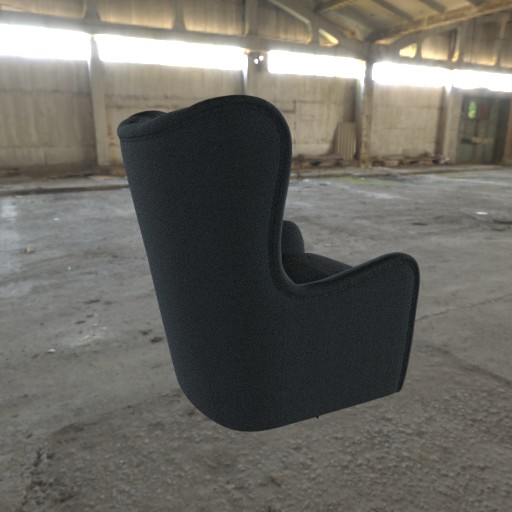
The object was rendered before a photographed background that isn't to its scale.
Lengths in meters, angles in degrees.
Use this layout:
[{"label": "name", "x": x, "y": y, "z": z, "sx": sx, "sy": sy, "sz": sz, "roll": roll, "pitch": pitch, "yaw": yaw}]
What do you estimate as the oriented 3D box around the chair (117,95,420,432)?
[{"label": "chair", "x": 0.000, "y": 0.000, "z": 1.689, "sx": 0.930, "sy": 1.079, "sz": 0.831, "roll": -8, "pitch": 17, "yaw": -27}]
